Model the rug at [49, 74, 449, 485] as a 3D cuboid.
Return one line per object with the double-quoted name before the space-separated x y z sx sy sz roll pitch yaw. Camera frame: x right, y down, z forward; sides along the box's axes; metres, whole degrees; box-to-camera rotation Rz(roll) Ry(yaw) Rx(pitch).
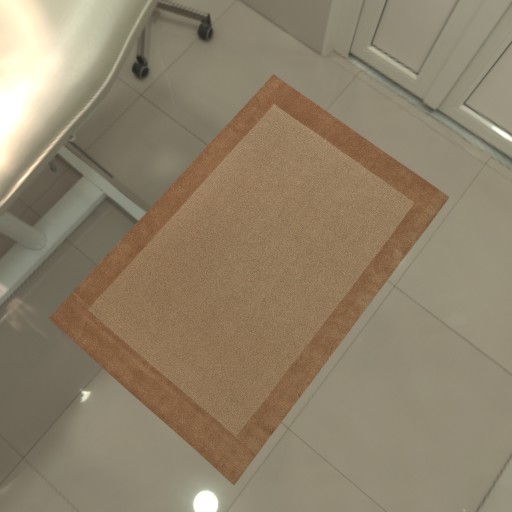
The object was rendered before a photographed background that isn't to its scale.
"rug" 0.000 0.000 2.318 1.219 0.014 1.829 38 79 9
